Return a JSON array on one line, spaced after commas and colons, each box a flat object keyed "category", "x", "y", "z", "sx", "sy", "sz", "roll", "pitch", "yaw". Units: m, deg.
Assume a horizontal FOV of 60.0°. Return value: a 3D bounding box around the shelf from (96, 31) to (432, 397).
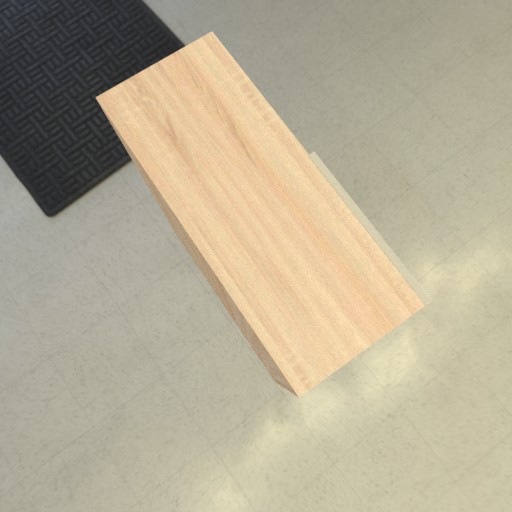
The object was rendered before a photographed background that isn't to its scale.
[{"category": "shelf", "x": 0.000, "y": 0.000, "z": 1.875, "sx": 0.434, "sy": 1.405, "sz": 0.995, "roll": -34, "pitch": 78, "yaw": -8}]
